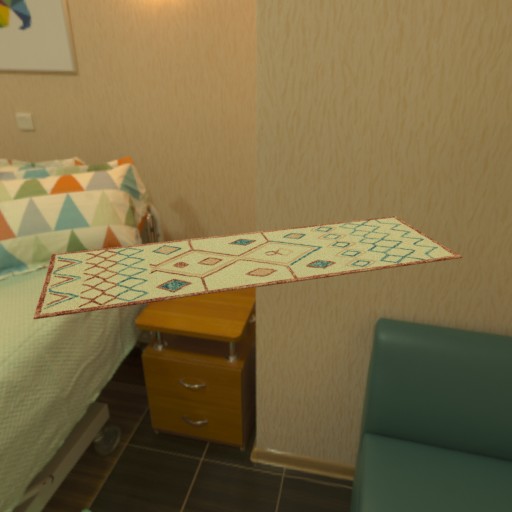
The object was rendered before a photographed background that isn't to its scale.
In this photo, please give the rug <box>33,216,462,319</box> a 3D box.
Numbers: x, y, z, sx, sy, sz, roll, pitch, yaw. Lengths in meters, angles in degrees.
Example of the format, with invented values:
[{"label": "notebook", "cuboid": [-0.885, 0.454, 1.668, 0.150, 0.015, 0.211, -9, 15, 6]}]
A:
[{"label": "rug", "cuboid": [0.000, 0.000, 2.749, 2.435, 0.011, 0.750, -7, 26, -15]}]
